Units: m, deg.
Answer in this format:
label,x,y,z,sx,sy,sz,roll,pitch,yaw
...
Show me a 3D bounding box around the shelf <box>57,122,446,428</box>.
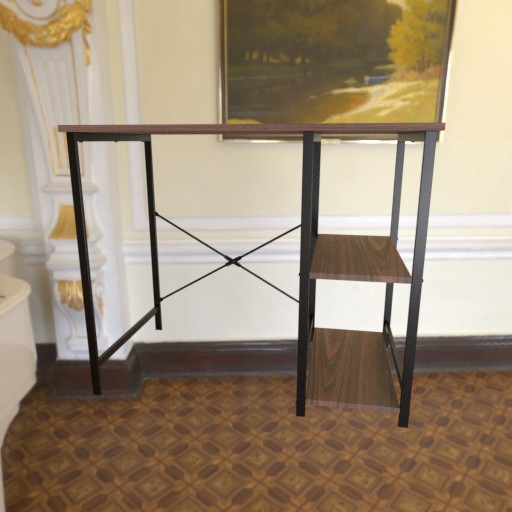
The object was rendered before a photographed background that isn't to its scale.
label,x,y,z,sx,sy,sz,roll,pitch,yaw
shelf,0.000,0.000,1.342,0.902,0.750,0.498,3,15,10
